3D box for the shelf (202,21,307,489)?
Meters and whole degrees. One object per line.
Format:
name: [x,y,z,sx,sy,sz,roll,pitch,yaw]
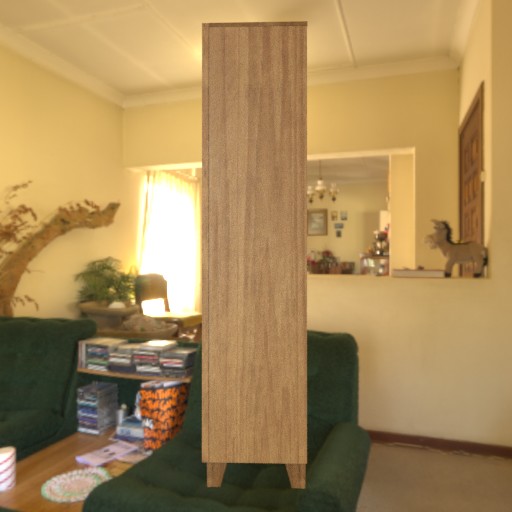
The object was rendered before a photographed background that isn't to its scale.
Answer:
shelf: [0.000,0.000,2.261,0.453,1.930,0.864,0,0,2]
